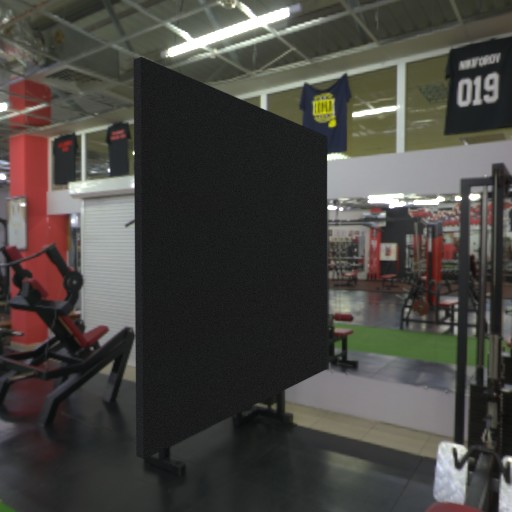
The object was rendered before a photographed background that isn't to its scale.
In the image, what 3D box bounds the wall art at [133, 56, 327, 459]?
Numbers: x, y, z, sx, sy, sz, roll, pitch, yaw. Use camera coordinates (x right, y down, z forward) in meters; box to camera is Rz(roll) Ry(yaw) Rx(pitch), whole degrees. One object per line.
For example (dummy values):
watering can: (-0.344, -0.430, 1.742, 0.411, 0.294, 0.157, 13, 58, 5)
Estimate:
wall art: (0.000, 0.000, 0.691, 0.013, 0.458, 0.456, 1, 2, 36)
